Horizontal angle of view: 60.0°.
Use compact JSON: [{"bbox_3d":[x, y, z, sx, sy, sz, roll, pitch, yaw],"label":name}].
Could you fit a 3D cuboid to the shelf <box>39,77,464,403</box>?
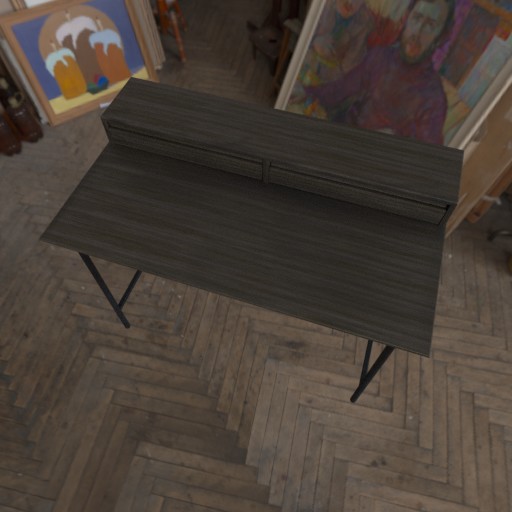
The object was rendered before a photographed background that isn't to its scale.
[{"bbox_3d":[0.000,0.000,1.727,1.212,0.865,0.685,16,59,10],"label":"shelf"}]
